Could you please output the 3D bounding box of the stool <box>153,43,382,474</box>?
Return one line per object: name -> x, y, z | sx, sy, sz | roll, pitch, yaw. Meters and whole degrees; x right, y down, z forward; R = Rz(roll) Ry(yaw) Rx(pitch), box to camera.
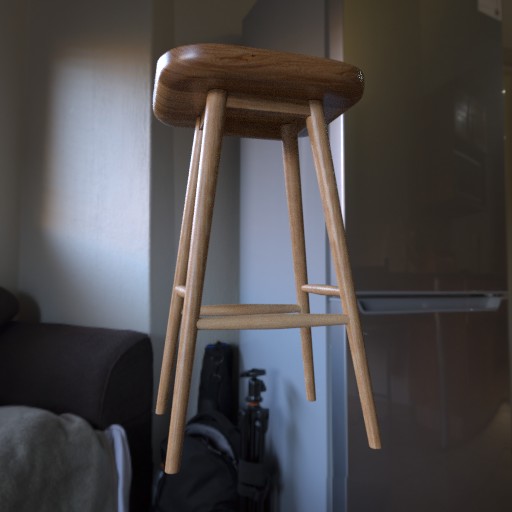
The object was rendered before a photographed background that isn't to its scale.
stool -> 0.000, 0.000, 0.908 | 0.407, 0.698, 0.322 | 1, -2, -16
